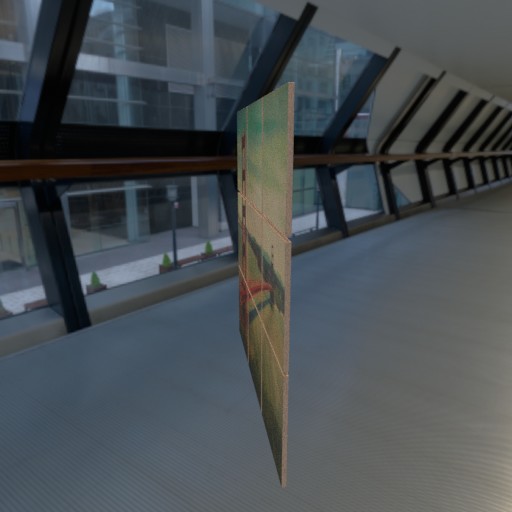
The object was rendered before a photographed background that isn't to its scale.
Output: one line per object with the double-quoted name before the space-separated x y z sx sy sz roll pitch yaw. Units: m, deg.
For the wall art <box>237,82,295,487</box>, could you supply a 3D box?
"wall art" 0.000 0.000 1.386 0.012 0.910 0.917 -2 15 -8
